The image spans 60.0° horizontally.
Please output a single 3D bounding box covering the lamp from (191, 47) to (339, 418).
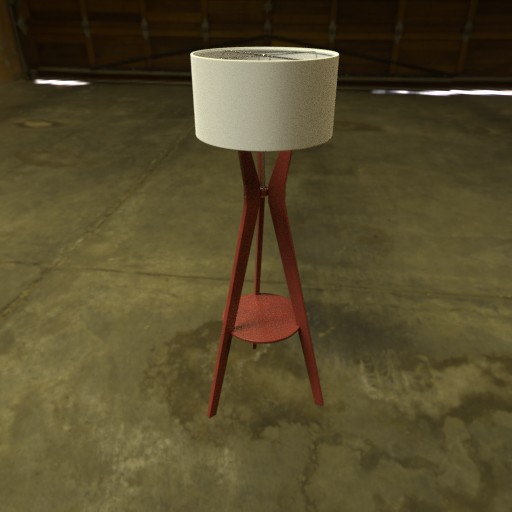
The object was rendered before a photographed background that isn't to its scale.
[{"bbox_3d":[0.000,0.000,1.766,0.542,1.472,0.539,-21,35,-32],"label":"lamp"}]
